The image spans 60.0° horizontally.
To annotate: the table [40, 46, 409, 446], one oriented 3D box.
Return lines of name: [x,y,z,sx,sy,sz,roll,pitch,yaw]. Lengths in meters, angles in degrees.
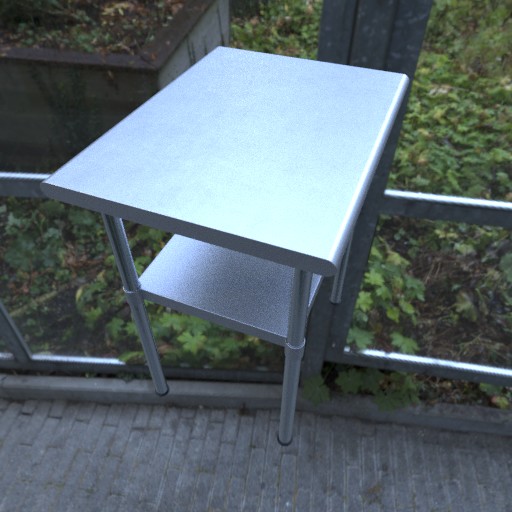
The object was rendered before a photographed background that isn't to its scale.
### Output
table: [0.000,0.000,1.316,0.584,0.876,0.762,16,47,16]
